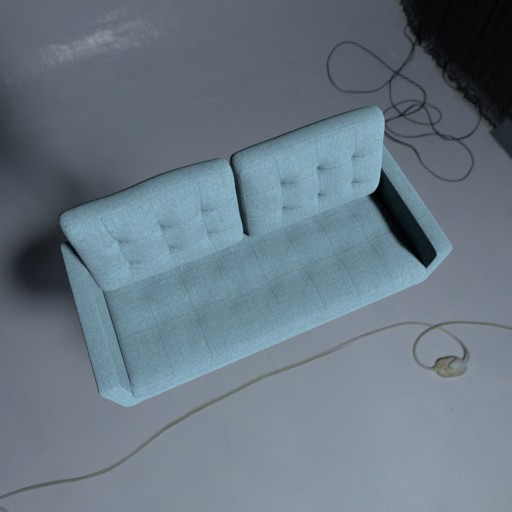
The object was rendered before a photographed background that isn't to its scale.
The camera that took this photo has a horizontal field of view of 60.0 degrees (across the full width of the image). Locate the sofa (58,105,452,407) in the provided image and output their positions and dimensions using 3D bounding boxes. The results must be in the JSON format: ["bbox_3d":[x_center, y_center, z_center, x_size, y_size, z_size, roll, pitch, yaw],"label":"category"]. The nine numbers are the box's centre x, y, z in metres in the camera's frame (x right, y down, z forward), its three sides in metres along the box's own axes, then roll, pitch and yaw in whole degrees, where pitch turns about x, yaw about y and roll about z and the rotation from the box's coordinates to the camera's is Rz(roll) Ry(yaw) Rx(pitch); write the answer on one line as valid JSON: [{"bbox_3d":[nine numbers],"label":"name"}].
[{"bbox_3d":[0.000,0.000,2.575,2.010,1.050,0.966,-21,67,-10],"label":"sofa"}]
